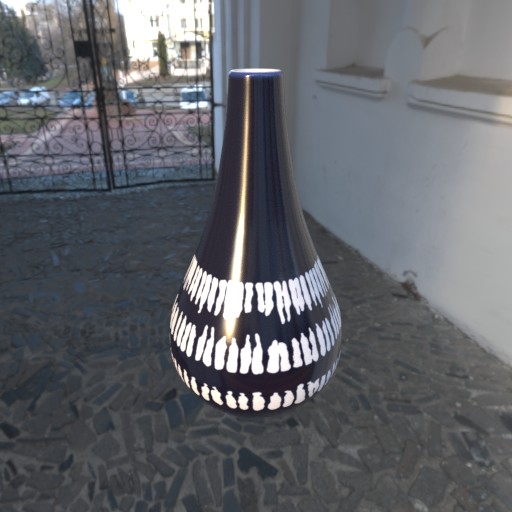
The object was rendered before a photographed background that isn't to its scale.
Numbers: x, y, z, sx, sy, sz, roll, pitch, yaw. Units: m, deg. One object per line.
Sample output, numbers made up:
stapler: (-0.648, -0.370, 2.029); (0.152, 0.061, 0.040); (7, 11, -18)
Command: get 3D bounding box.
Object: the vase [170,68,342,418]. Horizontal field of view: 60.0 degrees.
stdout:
vase: (0.000, 0.000, 0.380); (0.159, 0.295, 0.159); (0, 26, 0)
